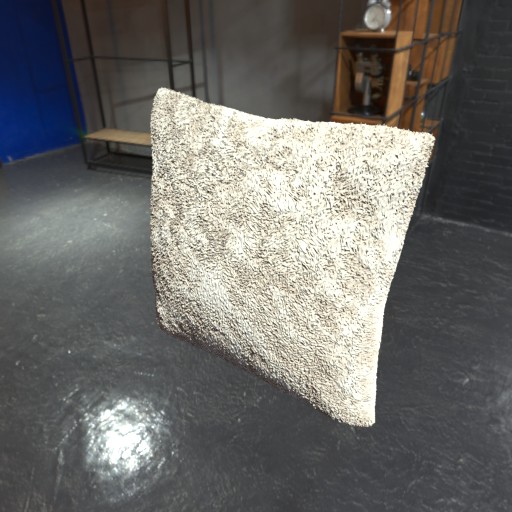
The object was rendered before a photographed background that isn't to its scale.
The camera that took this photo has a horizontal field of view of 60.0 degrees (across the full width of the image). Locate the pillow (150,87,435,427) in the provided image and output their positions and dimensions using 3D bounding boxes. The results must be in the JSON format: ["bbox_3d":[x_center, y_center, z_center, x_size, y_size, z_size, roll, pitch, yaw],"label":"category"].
[{"bbox_3d":[0.000,0.000,0.797,0.529,0.515,0.218,19,35,29],"label":"pillow"}]
